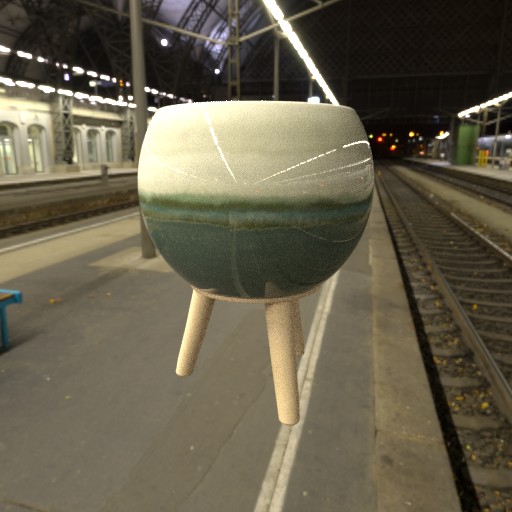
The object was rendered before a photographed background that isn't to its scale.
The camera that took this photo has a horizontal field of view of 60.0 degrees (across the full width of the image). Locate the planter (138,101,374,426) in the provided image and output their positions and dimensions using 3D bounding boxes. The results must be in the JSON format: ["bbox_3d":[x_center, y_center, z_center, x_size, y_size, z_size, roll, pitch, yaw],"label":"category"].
[{"bbox_3d":[0.000,0.000,0.446,0.222,0.278,0.222,0,13,0],"label":"planter"}]
